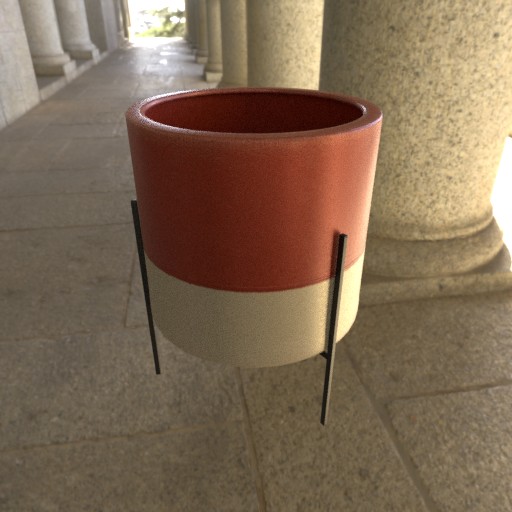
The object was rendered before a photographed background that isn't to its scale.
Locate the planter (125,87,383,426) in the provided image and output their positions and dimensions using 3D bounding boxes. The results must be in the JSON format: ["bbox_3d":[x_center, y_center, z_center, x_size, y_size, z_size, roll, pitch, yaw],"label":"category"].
[{"bbox_3d":[0.000,0.000,0.715,0.345,0.465,0.354,-21,36,-33],"label":"planter"}]
